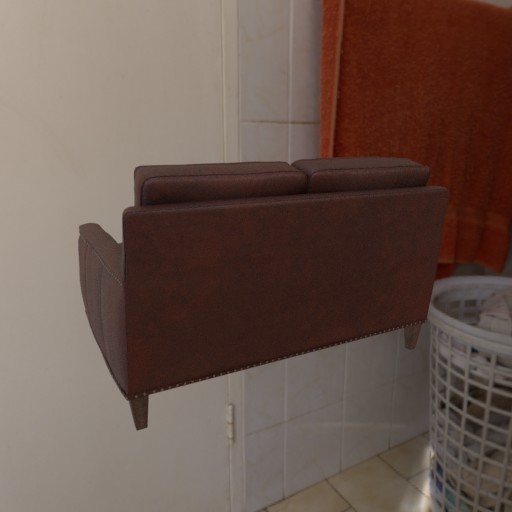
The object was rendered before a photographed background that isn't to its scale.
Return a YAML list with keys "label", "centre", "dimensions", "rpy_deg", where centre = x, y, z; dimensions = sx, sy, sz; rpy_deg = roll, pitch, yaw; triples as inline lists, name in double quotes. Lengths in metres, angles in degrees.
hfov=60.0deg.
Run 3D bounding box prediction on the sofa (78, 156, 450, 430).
- label: "sofa"
  centre: [0.000, 0.000, 2.271]
  dimensions: [1.628, 1.003, 1.083]
  rpy_deg: [-8, 17, -27]
